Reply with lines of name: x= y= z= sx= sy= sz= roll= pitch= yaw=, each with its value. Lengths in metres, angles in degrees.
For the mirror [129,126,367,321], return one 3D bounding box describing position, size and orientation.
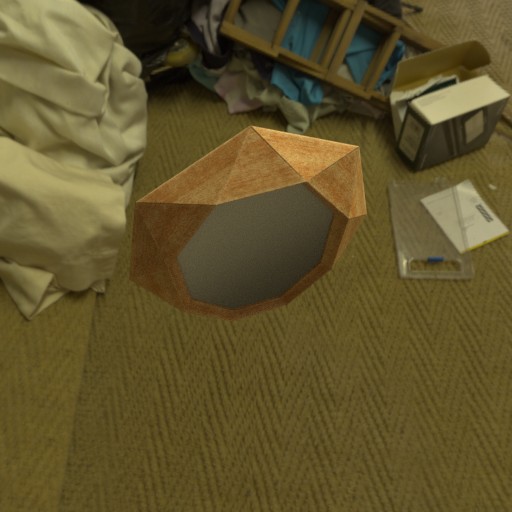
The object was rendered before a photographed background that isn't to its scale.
mirror: x=0.000 y=0.000 z=1.019 sx=0.577 sy=0.774 sz=0.070 roll=-15 pitch=64 yaw=-8
